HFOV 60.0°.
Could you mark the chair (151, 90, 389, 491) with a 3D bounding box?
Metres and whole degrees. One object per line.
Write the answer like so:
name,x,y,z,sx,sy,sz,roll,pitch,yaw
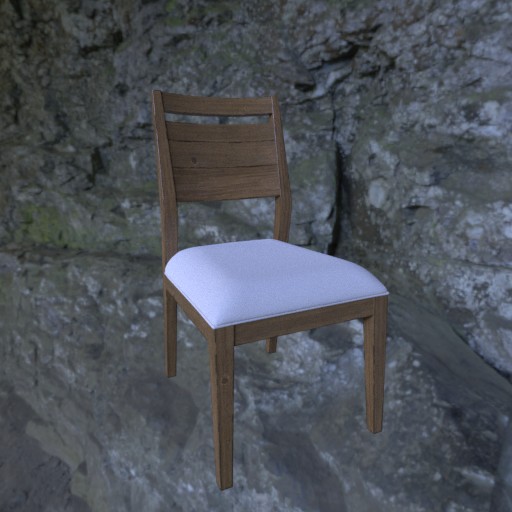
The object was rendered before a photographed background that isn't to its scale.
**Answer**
chair,0.000,0.000,1.290,0.497,0.939,0.610,-7,16,-26
